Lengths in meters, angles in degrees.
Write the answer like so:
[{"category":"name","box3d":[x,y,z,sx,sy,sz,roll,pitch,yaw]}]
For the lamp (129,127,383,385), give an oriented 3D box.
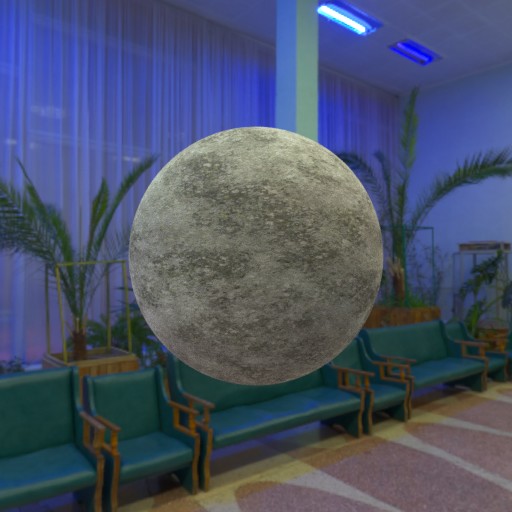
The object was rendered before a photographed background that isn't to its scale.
[{"category":"lamp","box3d":[0.000,0.000,0.764,0.422,0.429,0.422,0,-2,0]}]
